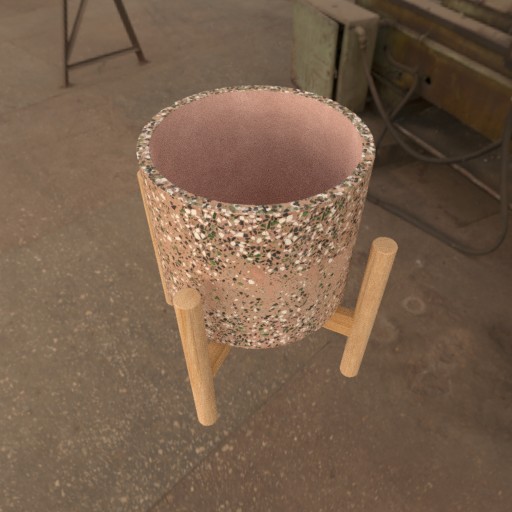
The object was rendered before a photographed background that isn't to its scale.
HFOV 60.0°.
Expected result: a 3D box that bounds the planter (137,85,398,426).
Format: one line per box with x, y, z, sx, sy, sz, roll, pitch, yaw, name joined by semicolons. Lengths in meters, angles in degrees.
0.000;0.000;0.533;0.284;0.320;0.284;-33;54;-28;planter
